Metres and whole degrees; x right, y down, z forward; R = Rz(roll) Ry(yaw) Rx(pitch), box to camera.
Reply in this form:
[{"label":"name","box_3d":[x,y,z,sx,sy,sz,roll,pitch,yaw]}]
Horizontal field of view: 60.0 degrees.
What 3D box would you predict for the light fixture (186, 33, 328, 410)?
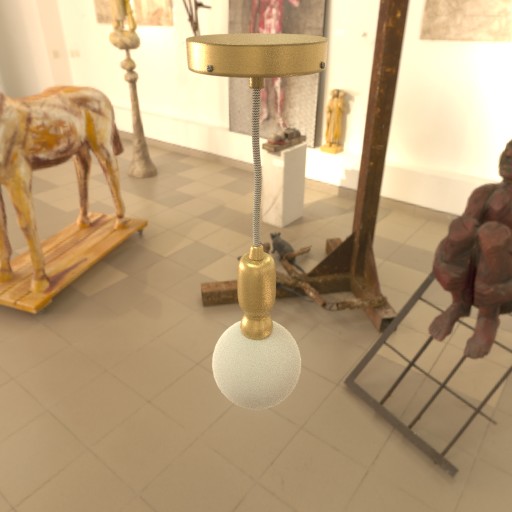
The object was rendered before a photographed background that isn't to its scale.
[{"label":"light fixture","box_3d":[0.000,0.000,0.577,0.147,0.510,0.146,21,36,32]}]
